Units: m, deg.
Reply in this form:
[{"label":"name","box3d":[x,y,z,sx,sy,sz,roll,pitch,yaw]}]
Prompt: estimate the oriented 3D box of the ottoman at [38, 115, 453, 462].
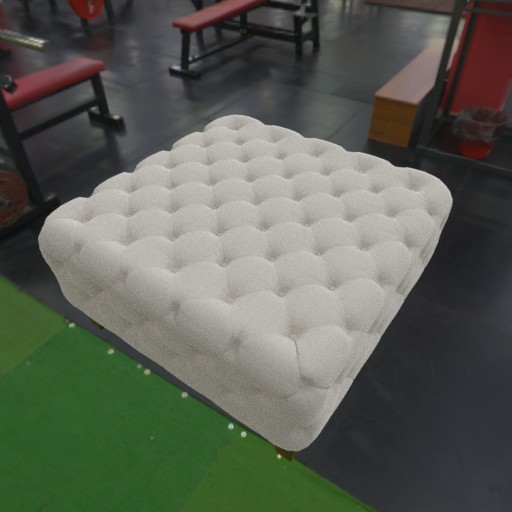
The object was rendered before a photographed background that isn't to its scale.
[{"label":"ottoman","box3d":[0.000,0.000,1.169,0.753,0.376,0.755,26,48,26]}]
